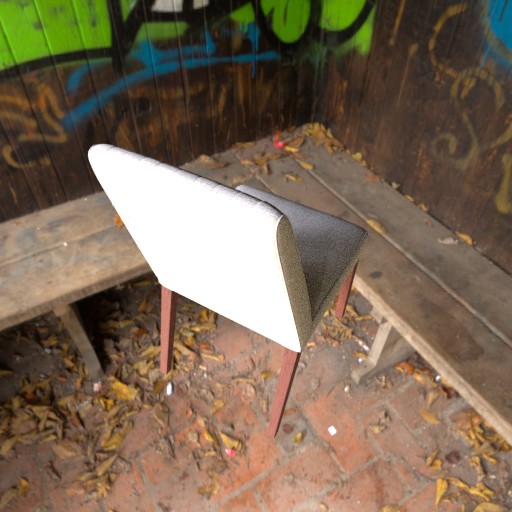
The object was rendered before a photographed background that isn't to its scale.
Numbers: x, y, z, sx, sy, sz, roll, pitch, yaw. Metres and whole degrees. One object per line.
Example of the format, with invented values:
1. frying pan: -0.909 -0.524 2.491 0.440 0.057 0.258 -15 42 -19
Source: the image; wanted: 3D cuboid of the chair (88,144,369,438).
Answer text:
1. chair: 0.000 0.000 1.257 0.480 0.900 0.594 23 50 21
